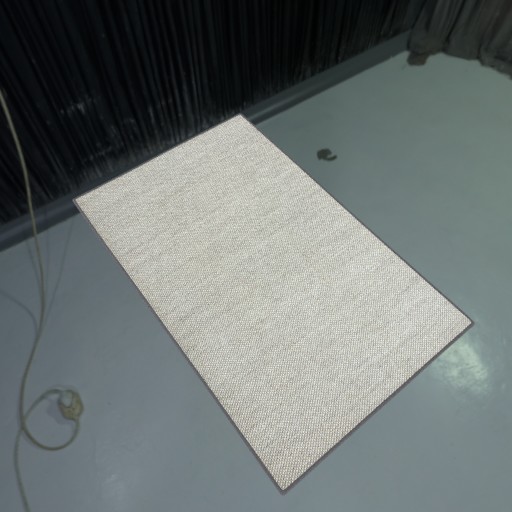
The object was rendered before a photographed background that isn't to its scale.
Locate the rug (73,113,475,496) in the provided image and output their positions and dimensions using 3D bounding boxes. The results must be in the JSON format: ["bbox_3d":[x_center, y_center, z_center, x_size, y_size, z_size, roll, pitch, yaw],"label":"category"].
[{"bbox_3d":[0.000,0.000,2.061,1.067,0.013,1.676,-33,63,-19],"label":"rug"}]
